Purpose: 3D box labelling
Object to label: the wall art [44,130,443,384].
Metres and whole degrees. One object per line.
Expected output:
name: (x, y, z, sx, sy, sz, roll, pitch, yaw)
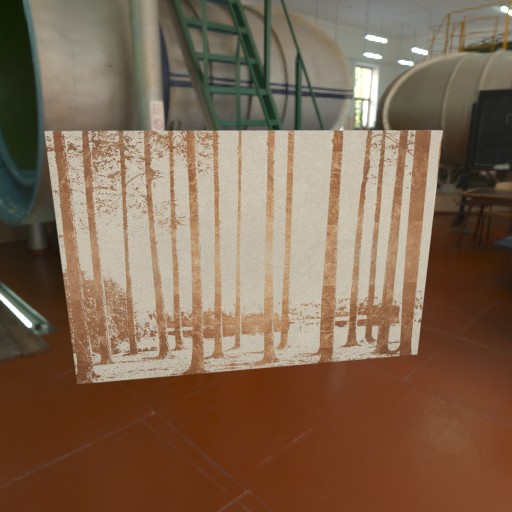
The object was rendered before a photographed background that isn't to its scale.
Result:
wall art: (0.000, 0.000, 0.745, 0.609, 0.405, 0.035, -3, 17, -9)
